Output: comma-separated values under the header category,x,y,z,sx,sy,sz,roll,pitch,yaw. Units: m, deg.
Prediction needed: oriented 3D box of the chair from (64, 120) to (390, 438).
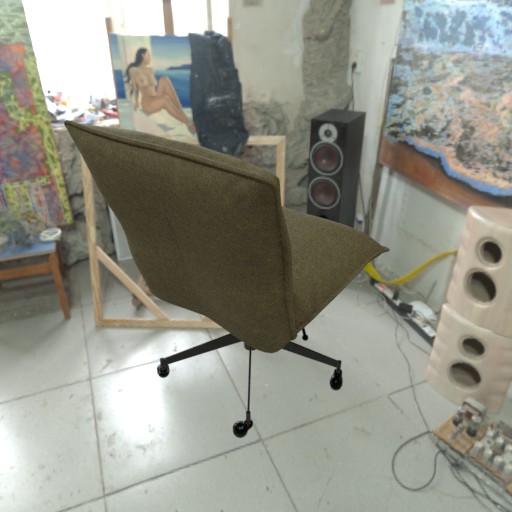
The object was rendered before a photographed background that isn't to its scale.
category,x,y,z,sx,sy,sz,roll,pitch,yaw
chair,0.000,0.000,1.278,0.597,0.811,0.696,22,37,32
